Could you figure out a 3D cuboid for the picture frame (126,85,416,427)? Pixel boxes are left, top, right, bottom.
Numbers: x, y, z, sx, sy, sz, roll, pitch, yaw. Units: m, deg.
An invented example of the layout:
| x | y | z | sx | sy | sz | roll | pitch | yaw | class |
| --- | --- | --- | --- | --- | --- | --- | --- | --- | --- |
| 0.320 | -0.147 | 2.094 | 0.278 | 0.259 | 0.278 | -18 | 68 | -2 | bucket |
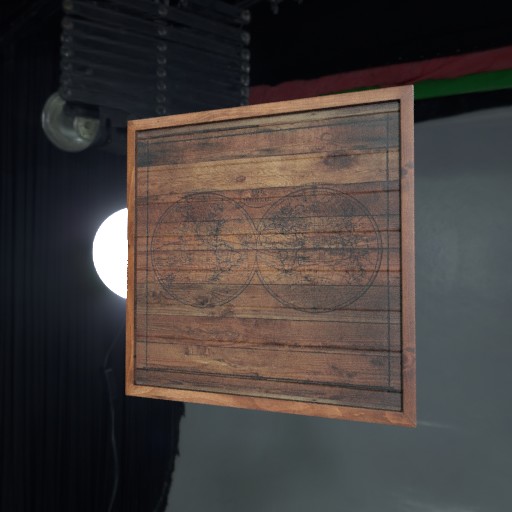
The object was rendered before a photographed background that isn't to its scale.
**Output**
| x | y | z | sx | sy | sz | roll | pitch | yaw | class |
| --- | --- | --- | --- | --- | --- | --- | --- | --- | --- |
| 0.000 | 0.000 | 1.200 | 0.810 | 0.817 | 0.029 | -1 | -2 | 19 | picture frame |
